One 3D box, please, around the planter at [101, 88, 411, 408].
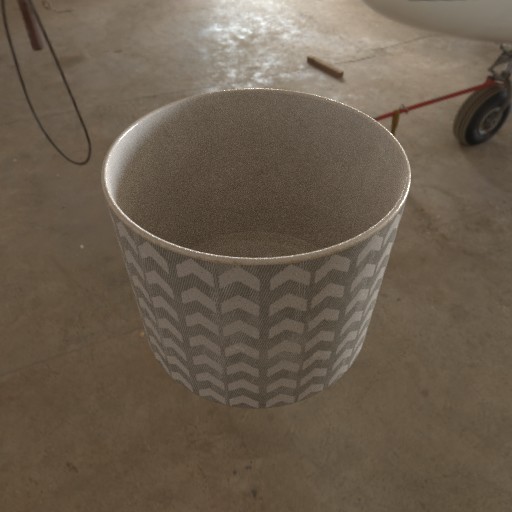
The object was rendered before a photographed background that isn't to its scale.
[{"bbox_3d":[0.000,0.000,0.343,0.190,0.181,0.190,0,45,0],"label":"planter"}]
